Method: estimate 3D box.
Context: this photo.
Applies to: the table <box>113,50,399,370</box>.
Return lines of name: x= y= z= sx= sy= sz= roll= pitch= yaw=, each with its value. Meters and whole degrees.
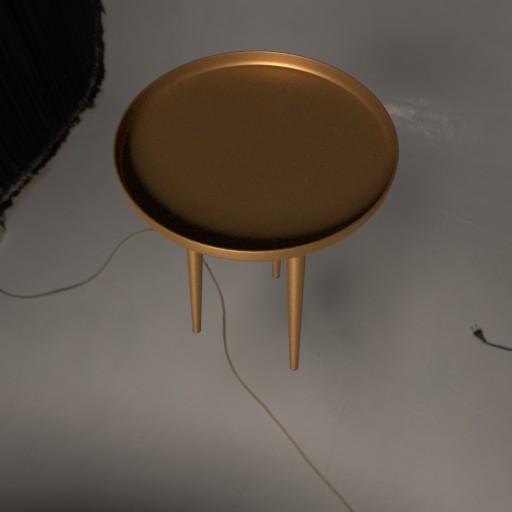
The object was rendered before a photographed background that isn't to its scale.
table: x=0.000 y=0.000 z=0.671 sx=0.299 sy=0.480 sz=0.299 roll=16 pitch=59 yaw=10
